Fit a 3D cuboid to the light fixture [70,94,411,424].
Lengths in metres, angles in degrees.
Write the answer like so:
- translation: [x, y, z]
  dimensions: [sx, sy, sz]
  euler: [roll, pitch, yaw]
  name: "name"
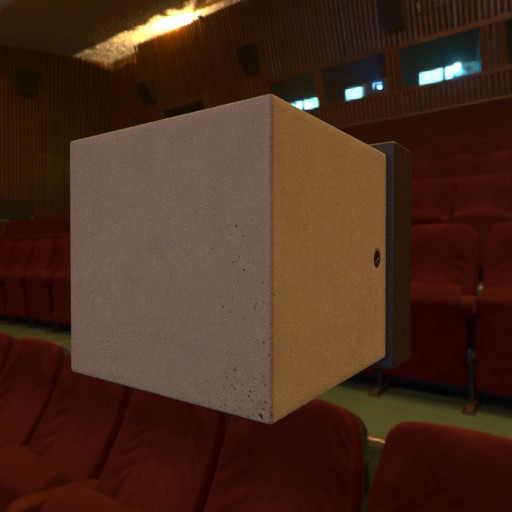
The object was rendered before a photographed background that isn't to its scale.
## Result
- translation: [0.000, 0.000, 0.233]
  dimensions: [0.121, 0.121, 0.143]
  euler: [1, 1, 35]
  name: "light fixture"
